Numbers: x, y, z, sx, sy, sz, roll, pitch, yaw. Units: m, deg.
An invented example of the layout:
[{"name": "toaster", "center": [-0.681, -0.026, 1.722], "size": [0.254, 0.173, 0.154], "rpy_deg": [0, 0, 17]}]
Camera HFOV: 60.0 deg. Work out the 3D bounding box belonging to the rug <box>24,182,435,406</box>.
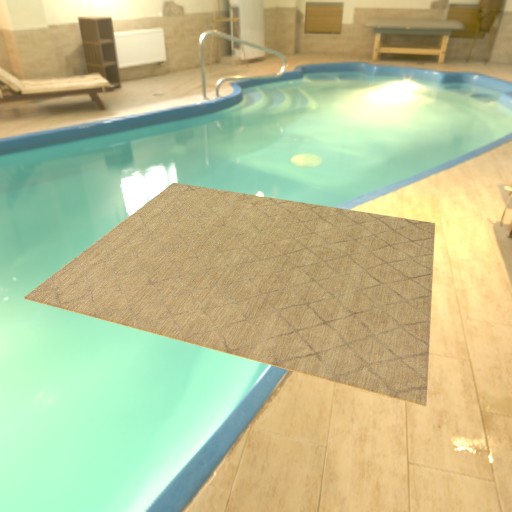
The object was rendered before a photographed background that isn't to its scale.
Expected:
[{"name": "rug", "center": [0.000, 0.000, 4.032], "size": [3.038, 0.019, 2.420], "rpy_deg": [11, 34, 17]}]
